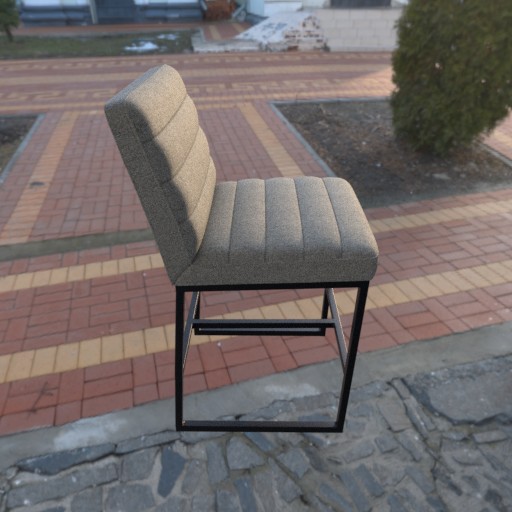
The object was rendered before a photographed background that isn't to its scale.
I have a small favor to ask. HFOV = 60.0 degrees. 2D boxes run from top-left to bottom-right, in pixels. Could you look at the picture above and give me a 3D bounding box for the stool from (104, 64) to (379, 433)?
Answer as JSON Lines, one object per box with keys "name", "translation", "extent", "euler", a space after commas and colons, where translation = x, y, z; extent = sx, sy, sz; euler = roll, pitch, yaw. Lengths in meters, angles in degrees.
{"name": "stool", "translation": [0.000, 0.000, 1.235], "extent": [0.560, 0.940, 0.460], "euler": [0, 32, 0]}
